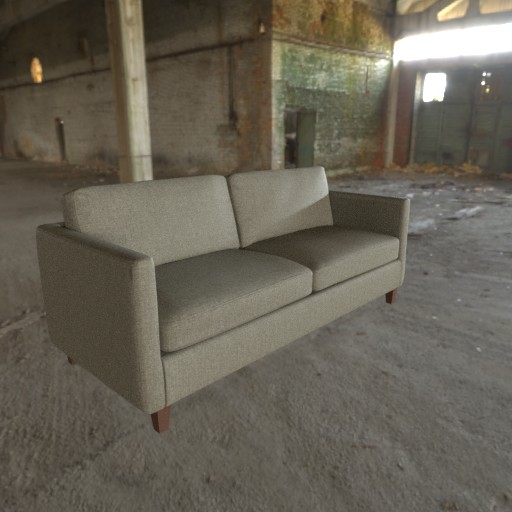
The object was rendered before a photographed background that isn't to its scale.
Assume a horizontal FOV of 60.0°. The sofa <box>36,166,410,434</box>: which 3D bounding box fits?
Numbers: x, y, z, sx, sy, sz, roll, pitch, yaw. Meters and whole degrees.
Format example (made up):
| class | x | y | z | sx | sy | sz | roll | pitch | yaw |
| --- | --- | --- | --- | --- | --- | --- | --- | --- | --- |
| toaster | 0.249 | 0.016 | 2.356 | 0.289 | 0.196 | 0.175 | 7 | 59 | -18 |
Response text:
| class | x | y | z | sx | sy | sz | roll | pitch | yaw |
| --- | --- | --- | --- | --- | --- | --- | --- | --- | --- |
| sofa | 0.000 | 0.000 | 2.694 | 0.956 | 0.960 | 2.208 | 14 | 21 | 42 |
